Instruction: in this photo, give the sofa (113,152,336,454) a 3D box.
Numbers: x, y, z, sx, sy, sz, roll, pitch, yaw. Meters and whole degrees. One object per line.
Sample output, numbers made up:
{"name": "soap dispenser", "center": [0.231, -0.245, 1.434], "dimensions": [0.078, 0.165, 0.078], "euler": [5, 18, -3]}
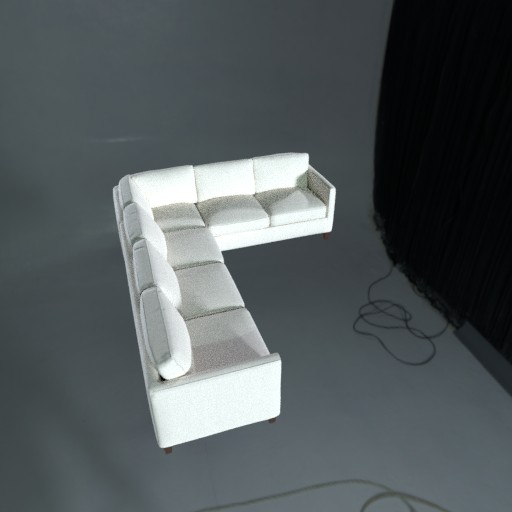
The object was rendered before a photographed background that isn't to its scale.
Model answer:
{"name": "sofa", "center": [0.000, 0.000, 4.541], "dimensions": [2.593, 0.947, 3.302], "euler": [-11, 35, -16]}
